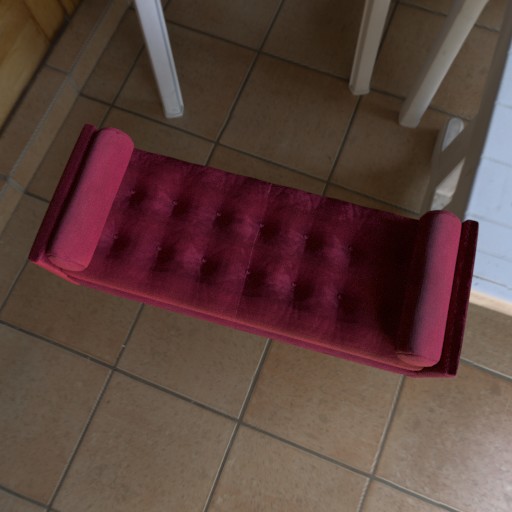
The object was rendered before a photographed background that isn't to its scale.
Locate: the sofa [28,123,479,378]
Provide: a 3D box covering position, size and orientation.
[{"bbox_3d":[0.000,0.000,2.435,2.102,0.705,0.796,15,75,4],"label":"sofa"}]
